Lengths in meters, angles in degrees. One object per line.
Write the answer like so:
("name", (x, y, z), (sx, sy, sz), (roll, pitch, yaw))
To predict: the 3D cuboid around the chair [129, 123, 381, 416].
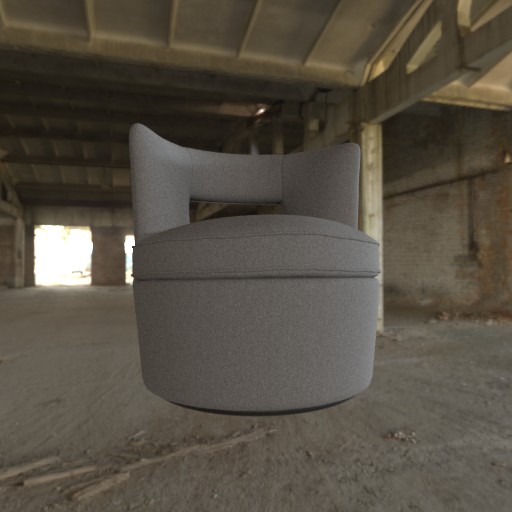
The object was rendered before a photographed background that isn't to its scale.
("chair", (0.000, 0.000, 1.250), (0.689, 0.719, 0.660), (0, -1, -17))
